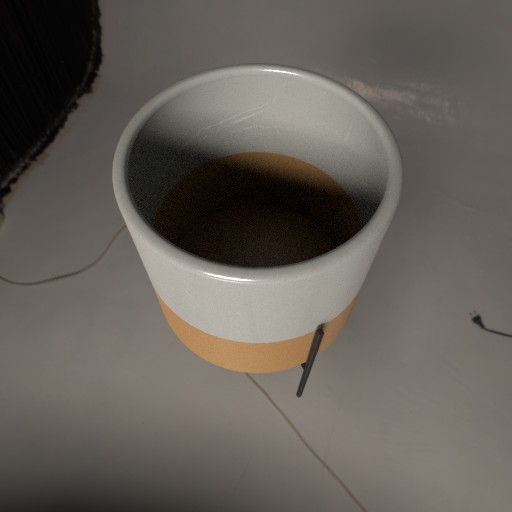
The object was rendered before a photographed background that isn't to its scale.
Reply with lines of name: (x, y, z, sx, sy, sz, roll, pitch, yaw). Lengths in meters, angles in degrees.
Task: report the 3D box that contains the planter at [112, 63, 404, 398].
planter: (0.000, 0.000, 0.645, 0.310, 0.432, 0.310, 16, 60, 9)
